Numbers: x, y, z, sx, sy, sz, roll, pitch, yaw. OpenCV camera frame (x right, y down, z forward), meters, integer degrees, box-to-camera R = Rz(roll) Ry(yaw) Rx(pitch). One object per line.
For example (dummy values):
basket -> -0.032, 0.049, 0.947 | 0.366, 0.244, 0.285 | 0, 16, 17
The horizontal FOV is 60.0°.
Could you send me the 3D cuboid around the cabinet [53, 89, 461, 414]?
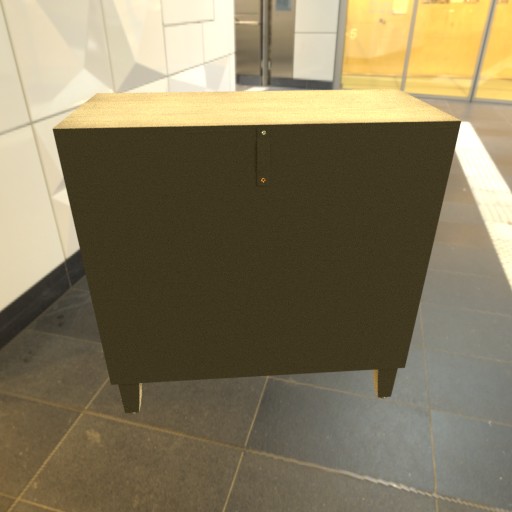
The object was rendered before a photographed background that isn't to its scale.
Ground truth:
cabinet -> 0.000, 0.000, 1.196 | 0.781, 0.787, 0.370 | -2, 30, -4
